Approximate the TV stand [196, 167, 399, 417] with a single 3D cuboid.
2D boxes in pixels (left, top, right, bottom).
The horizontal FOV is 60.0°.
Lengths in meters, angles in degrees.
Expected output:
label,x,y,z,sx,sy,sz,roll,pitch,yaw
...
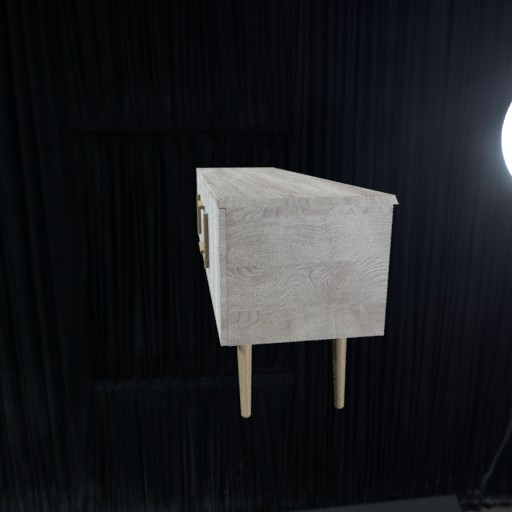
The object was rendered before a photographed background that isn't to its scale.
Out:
label,x,y,z,sx,sy,sz,roll,pitch,yaw
TV stand,0.000,0.000,1.599,0.401,0.565,1.313,-2,14,-9
